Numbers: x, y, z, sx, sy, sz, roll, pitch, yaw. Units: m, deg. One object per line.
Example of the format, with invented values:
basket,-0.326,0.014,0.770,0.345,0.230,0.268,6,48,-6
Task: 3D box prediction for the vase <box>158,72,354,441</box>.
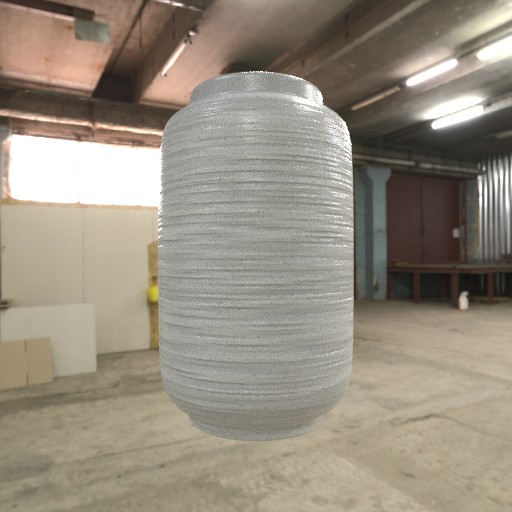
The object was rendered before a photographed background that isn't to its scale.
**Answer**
vase,0.000,0.000,0.469,0.202,0.335,0.202,0,0,0
